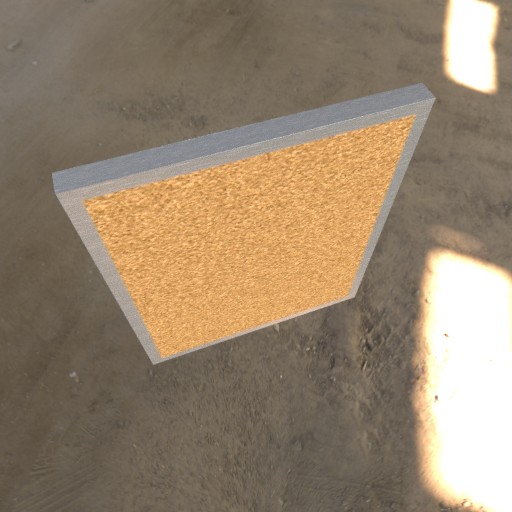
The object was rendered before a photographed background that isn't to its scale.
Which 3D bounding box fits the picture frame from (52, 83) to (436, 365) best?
[{"bbox_3d":[0.000,0.000,0.525,0.327,0.378,0.027,-17,58,-11],"label":"picture frame"}]
